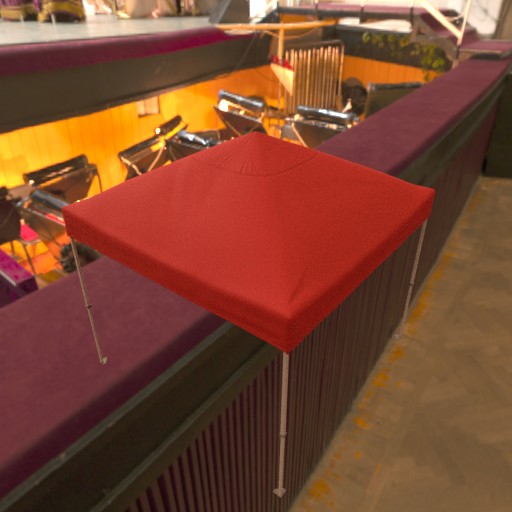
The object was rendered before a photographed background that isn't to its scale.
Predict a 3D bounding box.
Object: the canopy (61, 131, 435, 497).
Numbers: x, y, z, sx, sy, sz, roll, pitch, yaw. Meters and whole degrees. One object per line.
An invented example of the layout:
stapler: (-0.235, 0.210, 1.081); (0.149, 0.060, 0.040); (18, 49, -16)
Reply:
canopy: (0.000, 0.000, 5.328); (2.996, 2.997, 2.998); (22, 38, 32)
